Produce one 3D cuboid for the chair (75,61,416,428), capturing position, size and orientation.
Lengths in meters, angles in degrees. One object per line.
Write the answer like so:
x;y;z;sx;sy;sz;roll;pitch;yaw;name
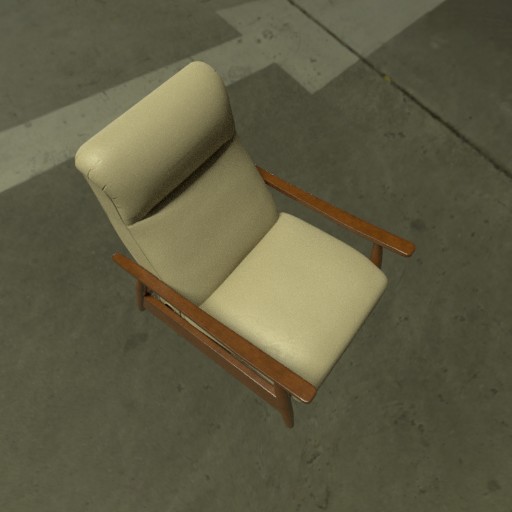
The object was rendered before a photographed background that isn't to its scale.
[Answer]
0.000;0.000;1.814;1.014;1.082;0.762;33;65;18;chair
